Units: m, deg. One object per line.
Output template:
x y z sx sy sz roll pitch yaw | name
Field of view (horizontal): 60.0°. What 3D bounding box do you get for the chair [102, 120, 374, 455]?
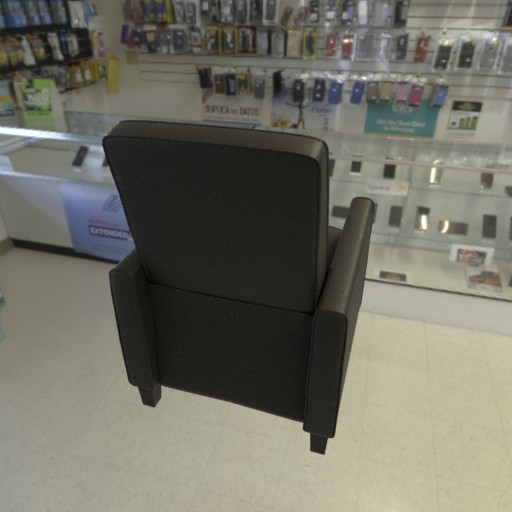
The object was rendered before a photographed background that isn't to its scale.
0.000 0.000 1.486 0.705 1.013 0.746 9 32 15 | chair
